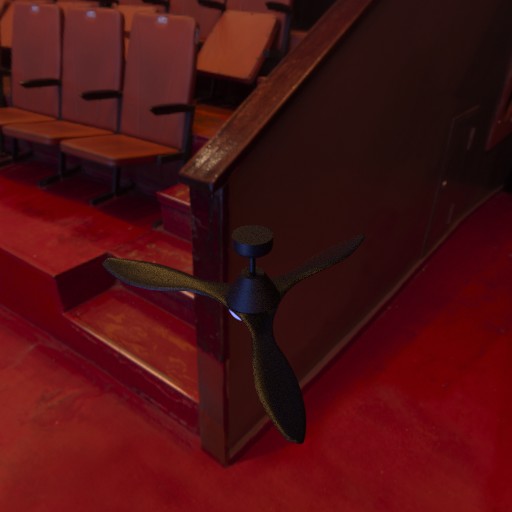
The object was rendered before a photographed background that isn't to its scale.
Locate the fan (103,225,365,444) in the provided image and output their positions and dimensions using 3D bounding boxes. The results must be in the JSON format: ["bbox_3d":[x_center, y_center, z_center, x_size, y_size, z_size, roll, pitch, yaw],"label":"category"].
[{"bbox_3d":[0.000,0.000,1.652,1.067,0.305,1.067,22,38,31],"label":"fan"}]
